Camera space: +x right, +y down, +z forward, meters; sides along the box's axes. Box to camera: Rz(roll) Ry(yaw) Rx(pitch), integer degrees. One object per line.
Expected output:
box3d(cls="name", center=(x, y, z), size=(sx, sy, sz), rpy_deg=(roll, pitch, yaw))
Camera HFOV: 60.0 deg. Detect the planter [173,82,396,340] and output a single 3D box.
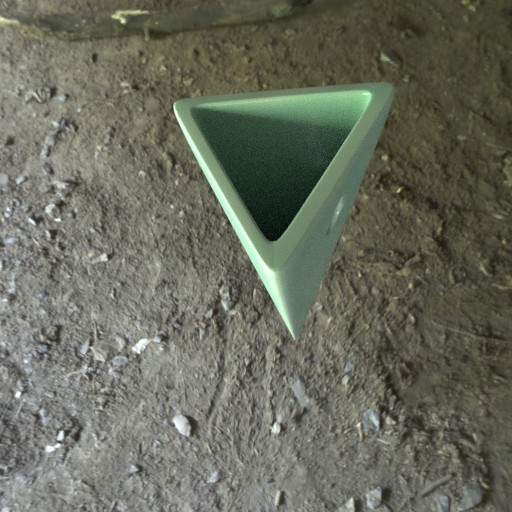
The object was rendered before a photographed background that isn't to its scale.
box3d(cls="planter", center=(0.000, 0.000, 0.216), size=(0.064, 0.178, 0.080), rpy_deg=(28, 67, 13))
